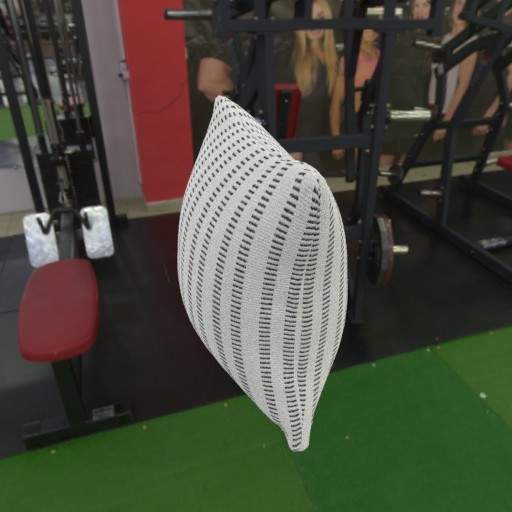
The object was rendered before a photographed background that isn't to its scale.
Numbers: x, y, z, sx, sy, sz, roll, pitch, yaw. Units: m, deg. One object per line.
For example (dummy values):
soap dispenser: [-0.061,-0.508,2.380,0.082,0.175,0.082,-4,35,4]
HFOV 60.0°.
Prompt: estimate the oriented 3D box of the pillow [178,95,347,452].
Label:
pillow: [0.000,0.000,0.709,0.247,0.419,0.438,-9,32,-14]
